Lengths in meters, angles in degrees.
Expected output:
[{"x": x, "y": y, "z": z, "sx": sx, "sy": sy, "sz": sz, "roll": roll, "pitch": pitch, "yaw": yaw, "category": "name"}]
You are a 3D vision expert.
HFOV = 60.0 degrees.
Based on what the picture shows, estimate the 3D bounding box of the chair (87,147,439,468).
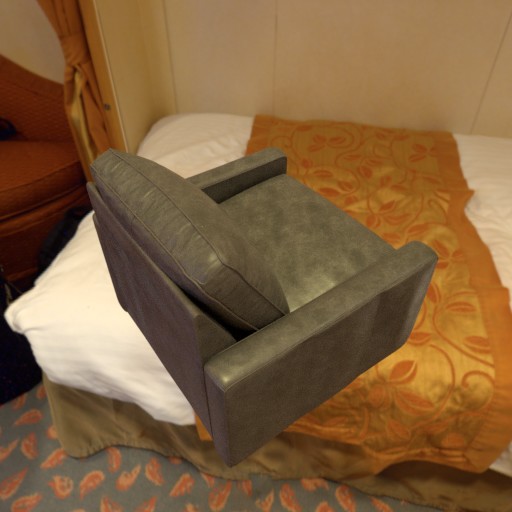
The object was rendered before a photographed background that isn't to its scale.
[{"x": 0.000, "y": 0.000, "z": 1.757, "sx": 0.939, "sy": 0.916, "sz": 1.006, "roll": -26, "pitch": 49, "yaw": -26, "category": "chair"}]
